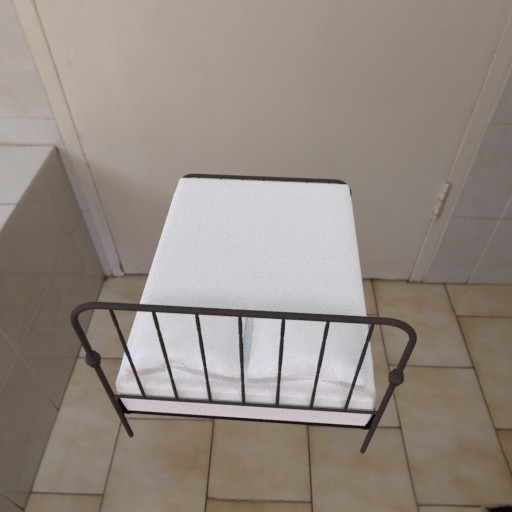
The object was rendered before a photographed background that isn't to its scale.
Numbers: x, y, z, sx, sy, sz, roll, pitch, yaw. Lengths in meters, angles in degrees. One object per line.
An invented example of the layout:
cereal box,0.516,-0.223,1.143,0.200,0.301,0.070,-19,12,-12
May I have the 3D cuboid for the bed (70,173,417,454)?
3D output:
bed,0.000,0.000,3.132,1.616,1.446,2.134,3,46,3
